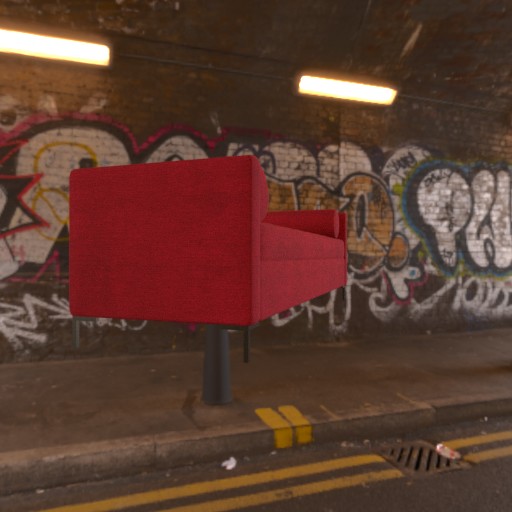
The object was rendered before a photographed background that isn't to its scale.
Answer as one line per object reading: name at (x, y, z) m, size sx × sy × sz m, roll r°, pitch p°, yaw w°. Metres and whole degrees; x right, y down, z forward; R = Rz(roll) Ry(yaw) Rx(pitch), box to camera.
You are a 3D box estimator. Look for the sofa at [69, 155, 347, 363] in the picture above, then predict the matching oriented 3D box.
sofa at (0.000, 0.000, 2.353) m, size 0.686 × 0.635 × 1.981 m, roll 0°, pitch 0°, yaw 20°
